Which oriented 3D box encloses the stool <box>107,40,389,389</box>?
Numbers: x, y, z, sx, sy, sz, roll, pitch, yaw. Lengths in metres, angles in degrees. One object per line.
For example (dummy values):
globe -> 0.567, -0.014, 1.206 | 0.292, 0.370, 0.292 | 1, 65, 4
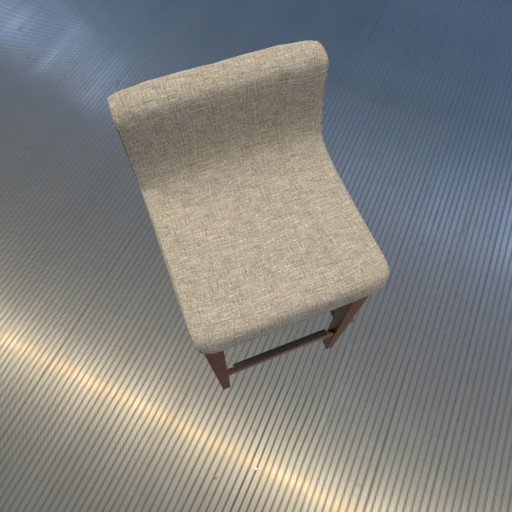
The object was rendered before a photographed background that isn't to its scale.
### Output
stool -> 0.000, 0.000, 1.101 | 0.417, 0.835, 0.459 | -19, 66, -9
